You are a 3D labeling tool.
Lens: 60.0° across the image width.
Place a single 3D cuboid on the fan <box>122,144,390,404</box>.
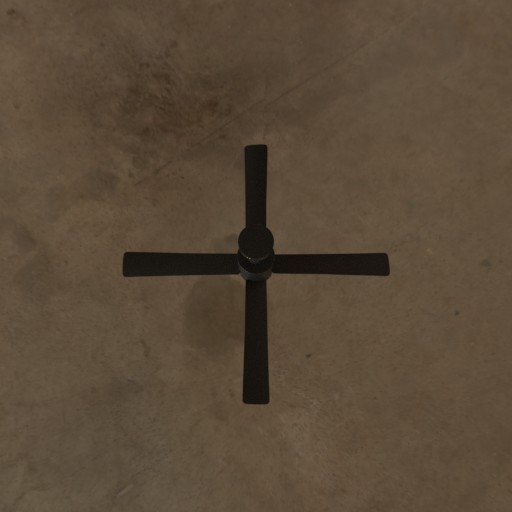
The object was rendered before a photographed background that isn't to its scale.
[{"bbox_3d":[0.000,0.000,2.367,1.525,0.534,1.525,1,75,0],"label":"fan"}]
